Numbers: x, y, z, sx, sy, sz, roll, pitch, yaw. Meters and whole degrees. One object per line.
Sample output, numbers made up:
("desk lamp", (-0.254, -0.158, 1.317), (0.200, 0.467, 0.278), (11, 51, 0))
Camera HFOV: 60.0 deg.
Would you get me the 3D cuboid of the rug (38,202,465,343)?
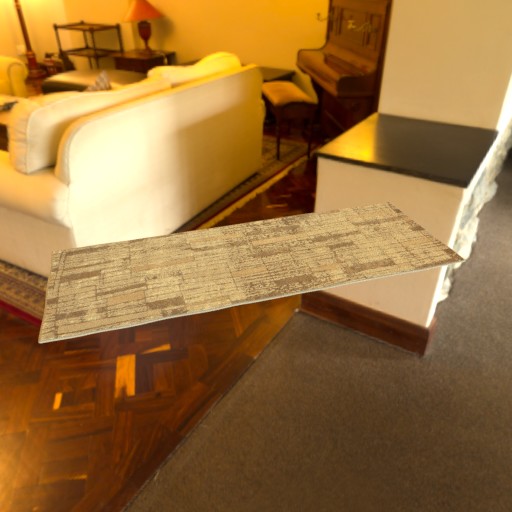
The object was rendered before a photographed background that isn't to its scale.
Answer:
("rug", (0.000, 0.000, 2.700), (2.383, 0.018, 0.857), (-9, 34, -14))
